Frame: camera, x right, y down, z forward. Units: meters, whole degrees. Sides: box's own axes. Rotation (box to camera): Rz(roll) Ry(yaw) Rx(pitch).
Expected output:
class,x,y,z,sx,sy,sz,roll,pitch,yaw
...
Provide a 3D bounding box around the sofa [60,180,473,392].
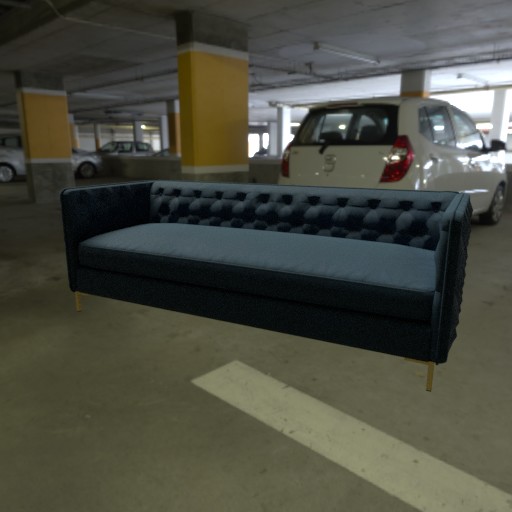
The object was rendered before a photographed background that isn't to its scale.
class,x,y,z,sx,sy,sz,roll,pitch,yaw
sofa,0.000,0.000,2.582,2.209,0.771,0.895,7,15,26
